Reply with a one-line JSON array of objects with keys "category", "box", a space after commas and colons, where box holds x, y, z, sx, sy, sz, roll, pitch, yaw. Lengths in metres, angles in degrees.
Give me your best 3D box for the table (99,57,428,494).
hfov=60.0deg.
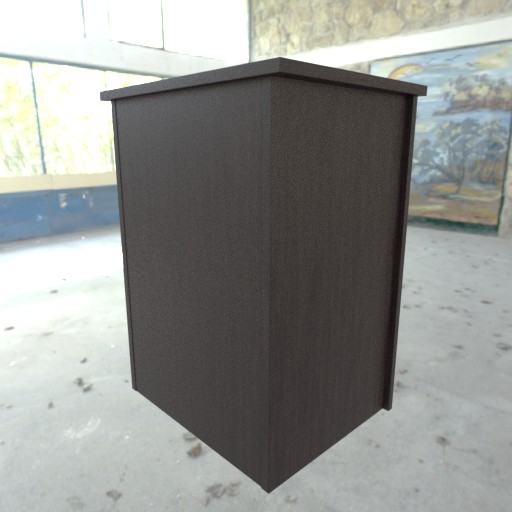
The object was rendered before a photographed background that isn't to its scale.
[{"category": "table", "box": [0.000, 0.000, 0.894, 0.381, 0.635, 0.480, -13, 19, -42]}]
